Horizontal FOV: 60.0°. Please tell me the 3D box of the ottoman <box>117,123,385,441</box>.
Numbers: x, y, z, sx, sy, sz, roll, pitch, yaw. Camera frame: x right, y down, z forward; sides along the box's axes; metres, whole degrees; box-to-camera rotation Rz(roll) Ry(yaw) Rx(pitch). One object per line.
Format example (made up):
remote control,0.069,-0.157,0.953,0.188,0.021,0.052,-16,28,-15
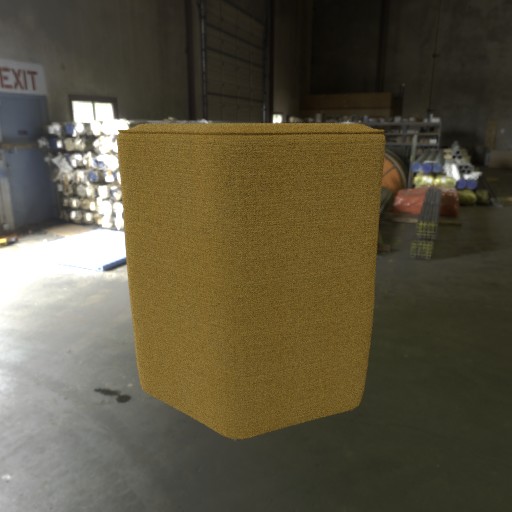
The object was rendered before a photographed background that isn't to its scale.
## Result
ottoman,0.000,0.000,0.876,0.443,0.502,0.494,2,17,8
